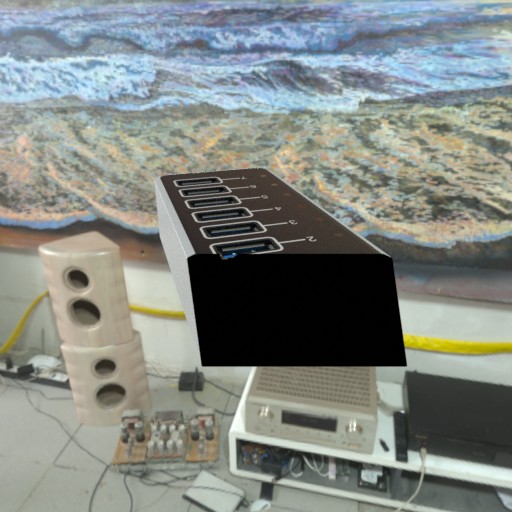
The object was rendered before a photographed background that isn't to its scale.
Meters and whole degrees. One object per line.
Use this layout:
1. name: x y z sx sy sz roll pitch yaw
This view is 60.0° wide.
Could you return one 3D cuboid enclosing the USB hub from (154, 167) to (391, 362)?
1. USB hub: 0.000 0.000 0.126 0.044 0.023 0.110 -8 26 -16
